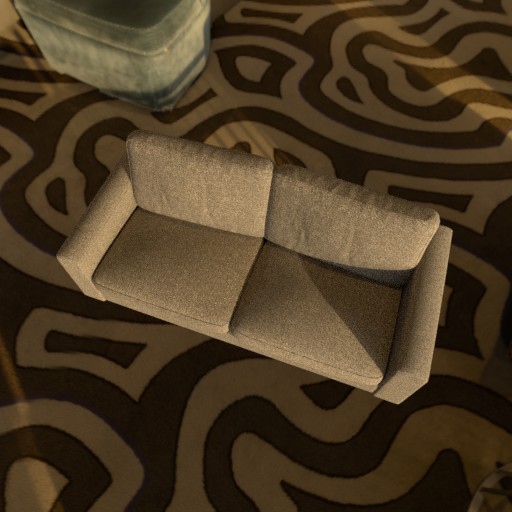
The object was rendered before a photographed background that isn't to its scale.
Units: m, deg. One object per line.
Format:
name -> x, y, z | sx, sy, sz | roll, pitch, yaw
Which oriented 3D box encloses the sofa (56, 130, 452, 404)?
sofa -> 0.000, 0.000, 2.730 | 2.179, 0.873, 1.016 | 17, 61, 10
